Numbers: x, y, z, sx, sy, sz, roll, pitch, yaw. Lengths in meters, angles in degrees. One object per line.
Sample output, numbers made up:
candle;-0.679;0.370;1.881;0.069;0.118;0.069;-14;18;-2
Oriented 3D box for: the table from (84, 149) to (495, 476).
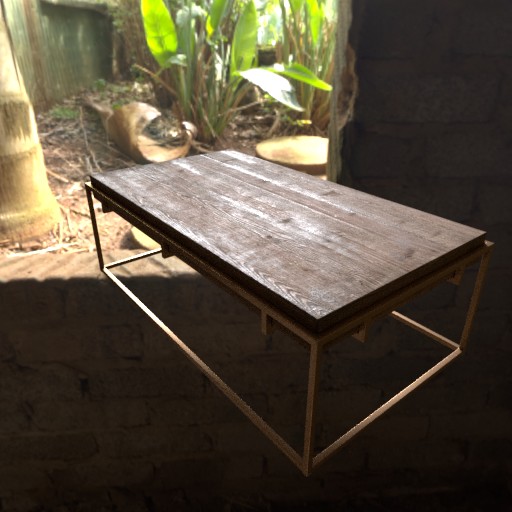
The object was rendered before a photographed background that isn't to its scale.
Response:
table;0.000;0.000;1.720;0.775;0.468;1.387;-20;33;-34
